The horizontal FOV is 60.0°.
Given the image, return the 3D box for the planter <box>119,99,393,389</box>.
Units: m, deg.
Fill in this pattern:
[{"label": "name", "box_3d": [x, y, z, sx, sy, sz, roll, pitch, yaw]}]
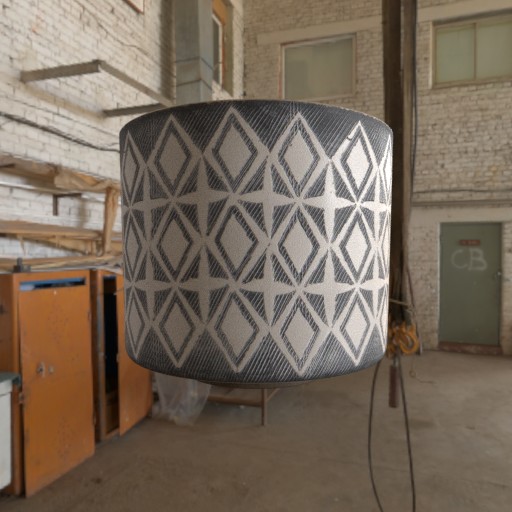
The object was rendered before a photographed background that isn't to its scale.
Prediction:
[{"label": "planter", "box_3d": [0.000, 0.000, 0.326, 0.192, 0.165, 0.192, 0, 0, 0]}]
